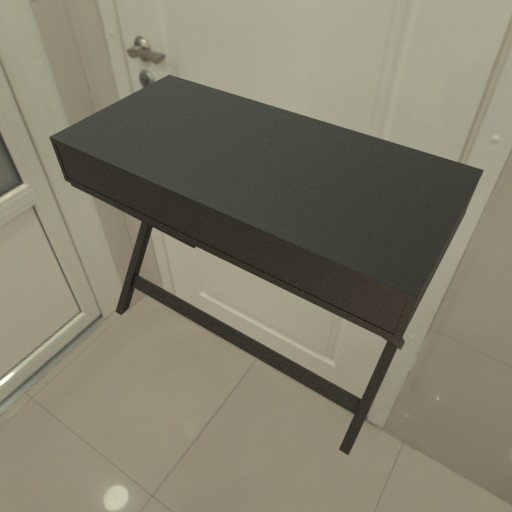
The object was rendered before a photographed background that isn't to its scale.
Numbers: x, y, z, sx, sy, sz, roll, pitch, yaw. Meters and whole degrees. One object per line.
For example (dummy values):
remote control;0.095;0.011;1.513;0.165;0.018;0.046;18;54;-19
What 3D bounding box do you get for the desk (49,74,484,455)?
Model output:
desk;0.000;0.000;1.460;1.057;0.780;0.504;25;50;23
